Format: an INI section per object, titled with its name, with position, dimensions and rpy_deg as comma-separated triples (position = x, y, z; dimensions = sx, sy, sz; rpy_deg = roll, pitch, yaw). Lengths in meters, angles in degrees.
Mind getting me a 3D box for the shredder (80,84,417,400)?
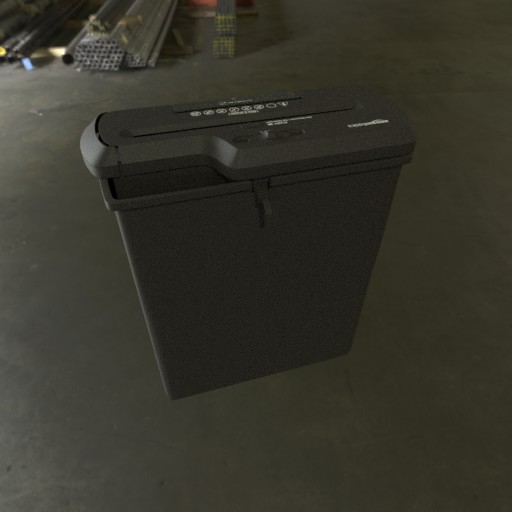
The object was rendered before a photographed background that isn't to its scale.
[shredder]
position = 0.000, 0.000, 0.518
dimensions = 0.320, 0.335, 0.170
rpy_deg = -11, 41, -13
